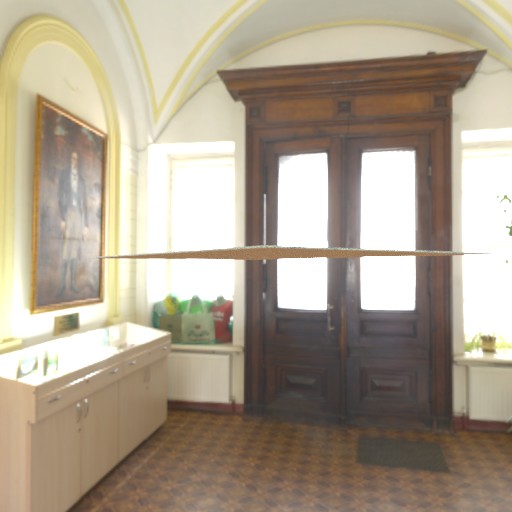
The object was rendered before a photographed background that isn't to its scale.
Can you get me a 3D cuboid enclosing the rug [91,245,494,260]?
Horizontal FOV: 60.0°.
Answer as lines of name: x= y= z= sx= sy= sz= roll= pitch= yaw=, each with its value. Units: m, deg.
rug: x=0.000 y=0.000 z=2.200 sx=1.142 sy=0.006 sz=1.752 roll=1 pitch=-2 yaw=-34
